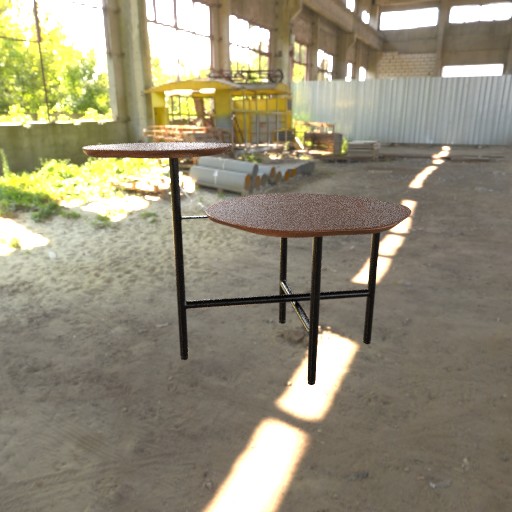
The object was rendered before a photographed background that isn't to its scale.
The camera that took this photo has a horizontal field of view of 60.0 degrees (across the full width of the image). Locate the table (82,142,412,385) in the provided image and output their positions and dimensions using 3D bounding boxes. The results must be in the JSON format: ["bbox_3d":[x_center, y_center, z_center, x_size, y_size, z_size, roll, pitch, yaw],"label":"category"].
[{"bbox_3d":[0.000,0.000,1.104,0.759,0.538,0.442,-3,18,-8],"label":"table"}]
